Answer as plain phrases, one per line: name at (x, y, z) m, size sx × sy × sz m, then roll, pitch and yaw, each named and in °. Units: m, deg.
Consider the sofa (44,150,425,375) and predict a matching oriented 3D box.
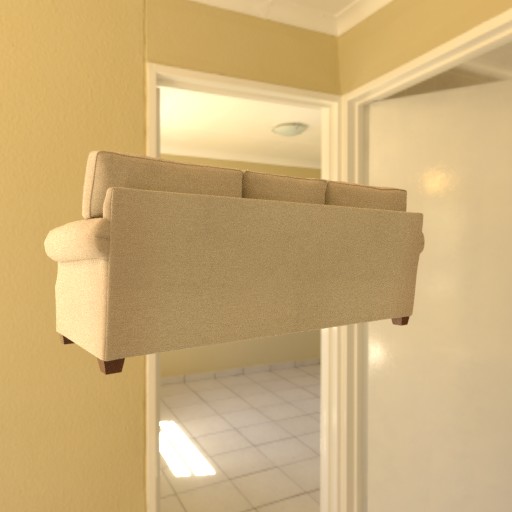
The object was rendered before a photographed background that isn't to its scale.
sofa at (0.000, 0.000, 2.774) m, size 2.312 × 0.975 × 0.965 m, roll -1°, pitch 1°, yaw -36°
